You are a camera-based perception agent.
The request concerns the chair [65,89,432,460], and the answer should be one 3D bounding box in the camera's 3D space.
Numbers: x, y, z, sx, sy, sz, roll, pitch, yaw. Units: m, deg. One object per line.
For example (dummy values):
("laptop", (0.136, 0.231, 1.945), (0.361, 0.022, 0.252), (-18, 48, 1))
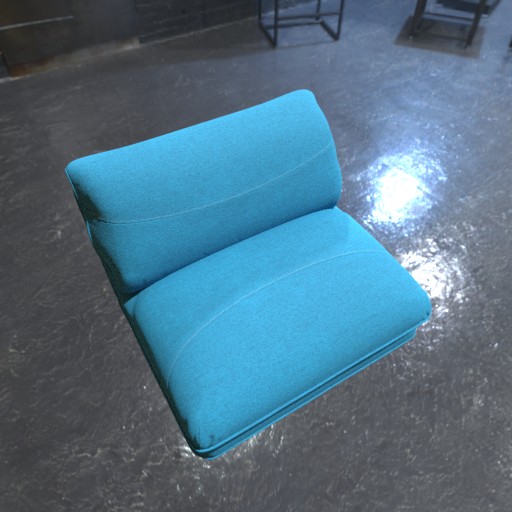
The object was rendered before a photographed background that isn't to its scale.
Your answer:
("chair", (0.000, 0.000, 1.321), (0.820, 0.580, 0.780), (-24, 53, -20))
